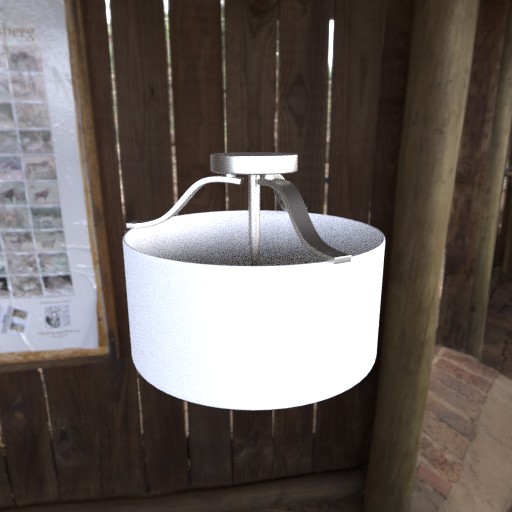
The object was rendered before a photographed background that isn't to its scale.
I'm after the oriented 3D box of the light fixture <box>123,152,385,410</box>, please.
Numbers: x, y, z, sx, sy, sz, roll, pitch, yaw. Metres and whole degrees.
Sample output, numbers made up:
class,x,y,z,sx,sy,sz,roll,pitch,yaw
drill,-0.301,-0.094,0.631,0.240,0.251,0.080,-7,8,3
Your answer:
class,x,y,z,sx,sy,sz,roll,pitch,yaw
light fixture,0.000,0.000,0.675,0.395,0.304,0.395,0,15,0
